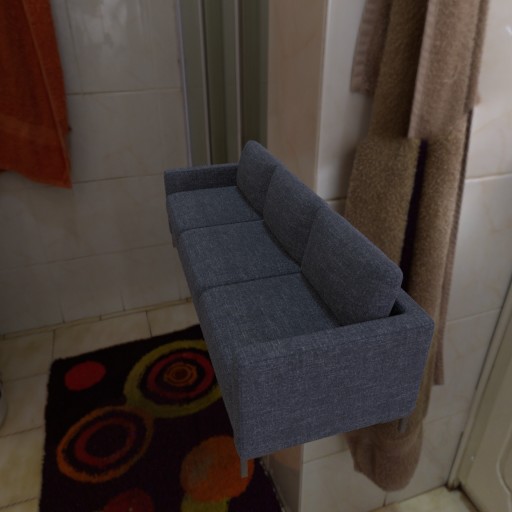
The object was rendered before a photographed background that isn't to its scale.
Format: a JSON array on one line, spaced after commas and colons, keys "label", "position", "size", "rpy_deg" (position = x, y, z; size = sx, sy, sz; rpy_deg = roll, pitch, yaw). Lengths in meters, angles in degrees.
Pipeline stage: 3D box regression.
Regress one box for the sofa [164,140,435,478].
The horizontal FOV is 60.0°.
[{"label": "sofa", "position": [0.000, 0.000, 2.695], "size": [0.859, 0.874, 2.218], "rpy_deg": [-9, 31, -15]}]
